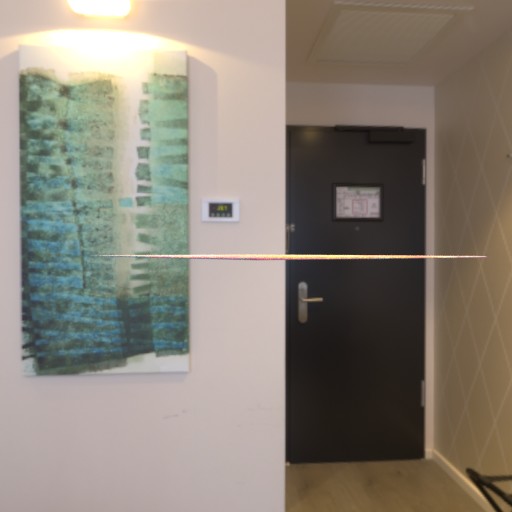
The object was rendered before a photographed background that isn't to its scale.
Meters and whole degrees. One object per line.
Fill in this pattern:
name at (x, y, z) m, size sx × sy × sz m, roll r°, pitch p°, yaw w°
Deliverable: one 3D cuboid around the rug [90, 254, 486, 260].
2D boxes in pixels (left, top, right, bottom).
rug at (0.000, 0.000, 3.757) m, size 2.007 × 0.013 × 2.896 m, roll 0°, pitch 1°, yaw -35°
